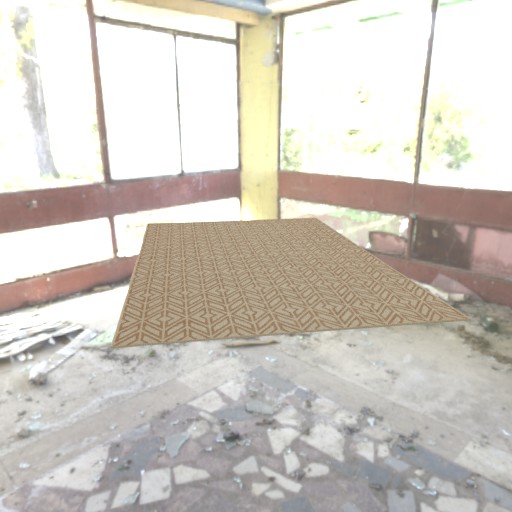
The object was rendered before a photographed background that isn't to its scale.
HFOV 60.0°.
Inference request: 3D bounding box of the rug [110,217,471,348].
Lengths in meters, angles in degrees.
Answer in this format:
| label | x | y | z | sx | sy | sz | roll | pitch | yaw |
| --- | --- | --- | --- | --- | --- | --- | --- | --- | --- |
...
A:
| label | x | y | z | sx | sy | sz | roll | pitch | yaw |
| --- | --- | --- | --- | --- | --- | --- | --- | --- | --- |
| rug | 0.000 | 0.000 | 2.319 | 1.220 | 0.007 | 1.828 | -3 | 17 | -9 |
